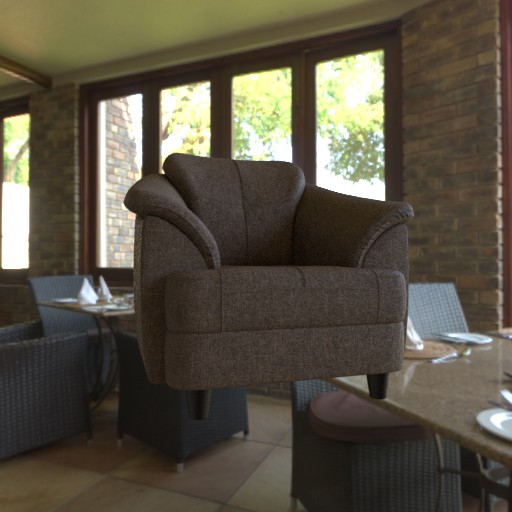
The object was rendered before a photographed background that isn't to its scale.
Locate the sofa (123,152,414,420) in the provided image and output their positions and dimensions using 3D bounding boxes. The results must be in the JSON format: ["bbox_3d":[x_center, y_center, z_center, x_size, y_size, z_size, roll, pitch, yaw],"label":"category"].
[{"bbox_3d":[0.000,0.000,1.498,0.870,0.811,0.794,0,-1,-18],"label":"sofa"}]
